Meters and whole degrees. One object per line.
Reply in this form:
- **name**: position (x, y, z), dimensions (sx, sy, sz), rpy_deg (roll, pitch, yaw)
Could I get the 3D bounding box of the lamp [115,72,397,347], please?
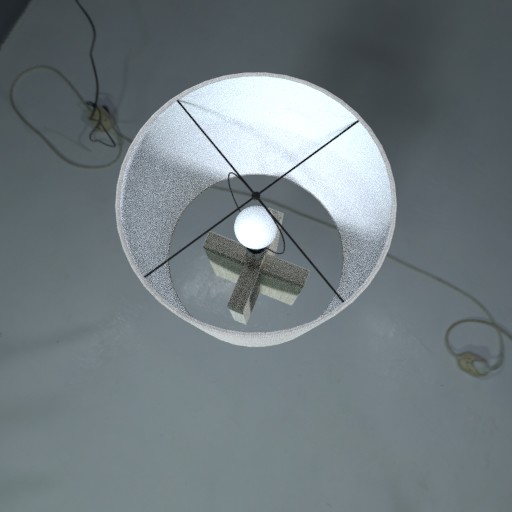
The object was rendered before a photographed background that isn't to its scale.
- **lamp**: position (0.000, 0.000, 0.567), dimensions (0.229, 0.428, 0.229), rpy_deg (22, 78, 5)
